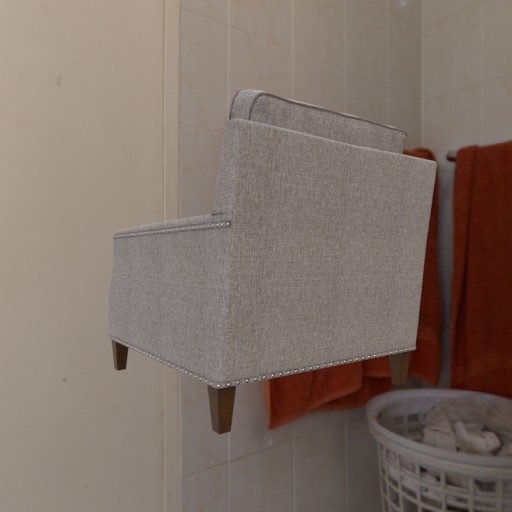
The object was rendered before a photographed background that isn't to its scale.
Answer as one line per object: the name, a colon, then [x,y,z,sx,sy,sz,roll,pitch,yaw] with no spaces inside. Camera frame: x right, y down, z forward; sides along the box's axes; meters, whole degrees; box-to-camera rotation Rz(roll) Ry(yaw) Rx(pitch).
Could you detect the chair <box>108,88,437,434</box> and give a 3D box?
chair: [0.000,0.000,1.715,0.853,0.943,1.014,0,0,-36]
